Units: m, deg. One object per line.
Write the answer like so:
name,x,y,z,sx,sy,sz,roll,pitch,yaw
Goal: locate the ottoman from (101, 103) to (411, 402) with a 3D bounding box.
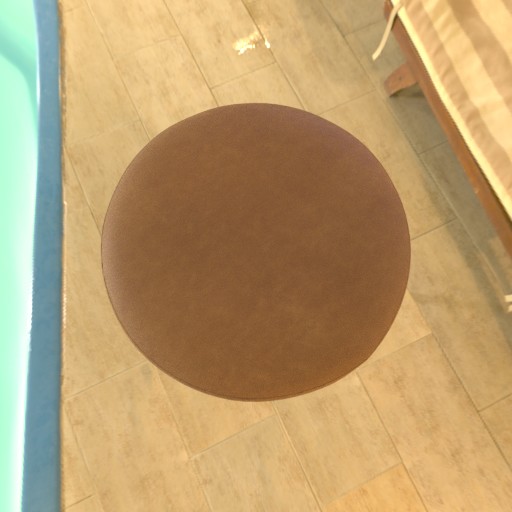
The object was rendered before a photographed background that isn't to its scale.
ottoman,0.000,0.000,1.252,0.771,0.460,0.771,0,75,0
